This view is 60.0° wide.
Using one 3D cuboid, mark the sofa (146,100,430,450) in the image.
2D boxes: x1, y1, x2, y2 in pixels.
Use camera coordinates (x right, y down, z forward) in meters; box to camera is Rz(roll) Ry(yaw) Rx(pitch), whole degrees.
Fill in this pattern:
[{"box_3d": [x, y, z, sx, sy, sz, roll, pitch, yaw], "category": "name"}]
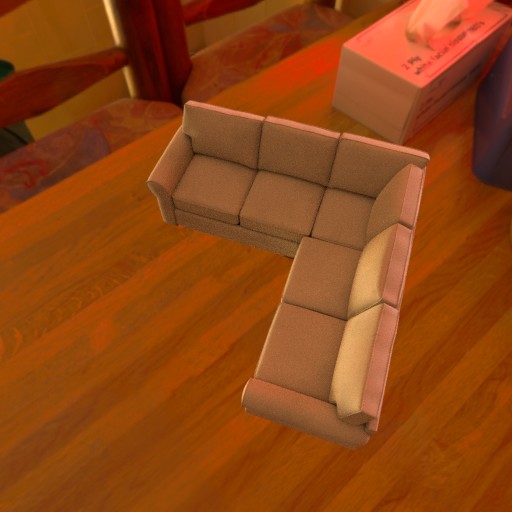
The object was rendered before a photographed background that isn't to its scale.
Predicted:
[{"box_3d": [0.000, 0.000, 3.932, 2.487, 1.053, 2.562, 16, 60, 10], "category": "sofa"}]
